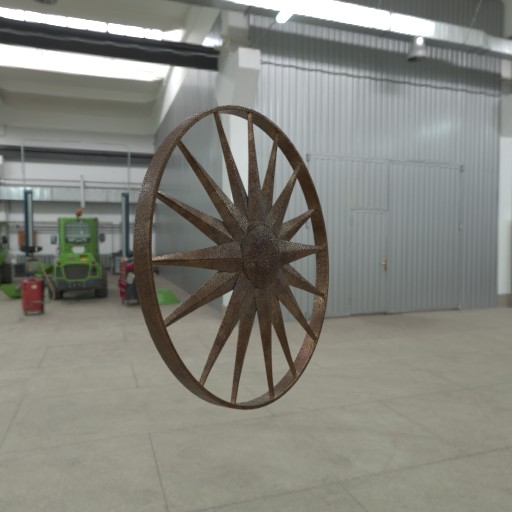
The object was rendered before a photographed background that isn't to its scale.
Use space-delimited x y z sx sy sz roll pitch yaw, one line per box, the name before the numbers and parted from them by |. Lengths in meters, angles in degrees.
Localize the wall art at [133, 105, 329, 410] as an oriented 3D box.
wall art | 0.000 0.000 0.885 0.084 0.583 0.582 2 3 35
